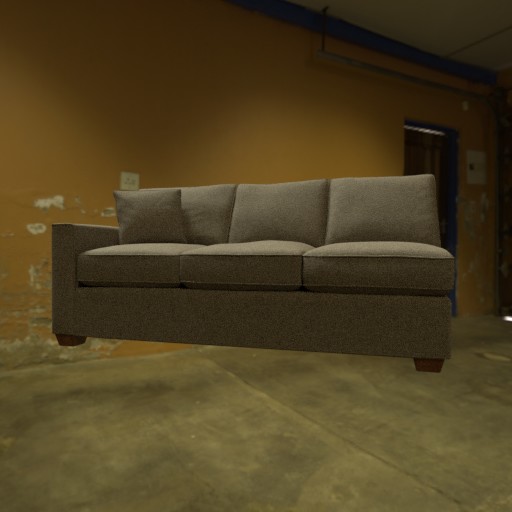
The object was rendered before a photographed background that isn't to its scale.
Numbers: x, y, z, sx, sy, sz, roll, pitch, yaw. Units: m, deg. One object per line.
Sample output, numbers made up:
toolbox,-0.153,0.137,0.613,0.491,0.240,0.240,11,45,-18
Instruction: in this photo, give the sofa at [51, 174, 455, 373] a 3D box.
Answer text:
sofa,0.000,0.000,2.499,1.963,0.946,1.034,0,0,17
